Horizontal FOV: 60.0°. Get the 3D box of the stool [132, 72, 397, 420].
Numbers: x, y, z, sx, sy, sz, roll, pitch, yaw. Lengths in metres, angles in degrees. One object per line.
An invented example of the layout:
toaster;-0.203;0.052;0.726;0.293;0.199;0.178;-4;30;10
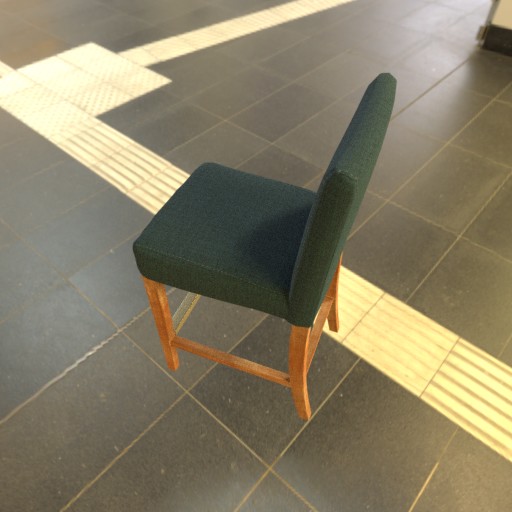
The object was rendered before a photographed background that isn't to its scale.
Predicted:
stool;0.000;0.000;1.336;0.567;1.039;0.454;17;50;15
